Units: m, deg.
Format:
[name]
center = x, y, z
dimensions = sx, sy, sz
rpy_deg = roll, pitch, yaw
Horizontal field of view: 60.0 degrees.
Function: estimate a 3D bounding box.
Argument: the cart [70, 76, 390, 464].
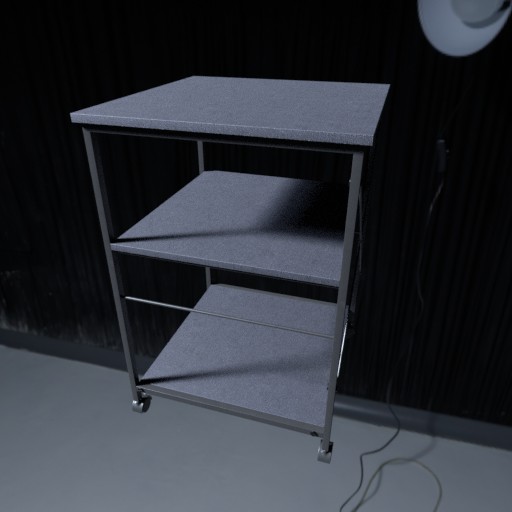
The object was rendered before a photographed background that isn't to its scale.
[cart]
center = 0.000, 0.000, 1.110
dimensions = 0.520, 0.762, 0.521
rpy_deg = 9, 30, 15
